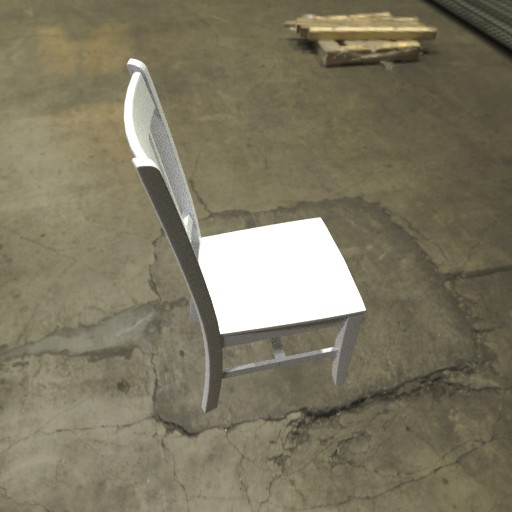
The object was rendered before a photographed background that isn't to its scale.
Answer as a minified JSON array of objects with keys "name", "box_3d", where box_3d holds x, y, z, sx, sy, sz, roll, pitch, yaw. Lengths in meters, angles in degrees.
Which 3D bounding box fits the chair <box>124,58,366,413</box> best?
[{"name":"chair","box_3d":[0.000,0.000,1.286,0.555,0.998,0.450,-9,47,-9]}]
